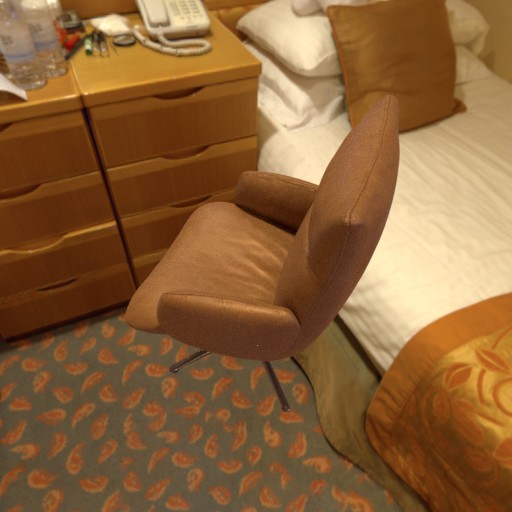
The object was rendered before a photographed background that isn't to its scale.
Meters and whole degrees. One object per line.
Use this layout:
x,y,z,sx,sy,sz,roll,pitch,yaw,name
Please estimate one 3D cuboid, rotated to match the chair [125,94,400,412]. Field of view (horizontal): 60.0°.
0.000,0.000,1.559,0.794,1.027,0.711,15,48,14,chair
